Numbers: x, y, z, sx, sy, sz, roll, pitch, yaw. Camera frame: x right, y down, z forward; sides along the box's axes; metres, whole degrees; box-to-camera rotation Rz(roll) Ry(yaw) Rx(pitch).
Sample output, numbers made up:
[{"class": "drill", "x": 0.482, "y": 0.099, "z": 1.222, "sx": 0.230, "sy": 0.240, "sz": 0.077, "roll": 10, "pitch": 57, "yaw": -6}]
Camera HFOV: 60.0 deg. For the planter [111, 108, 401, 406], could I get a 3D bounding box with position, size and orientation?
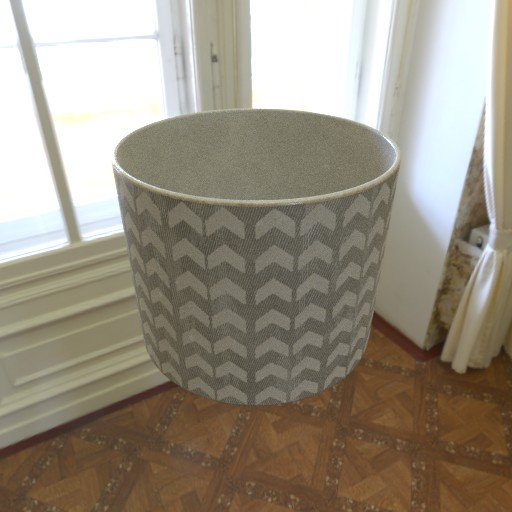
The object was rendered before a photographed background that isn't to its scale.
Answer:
[{"class": "planter", "x": 0.000, "y": 0.000, "z": 0.458, "sx": 0.250, "sy": 0.239, "sz": 0.250, "roll": 0, "pitch": 32, "yaw": 0}]
